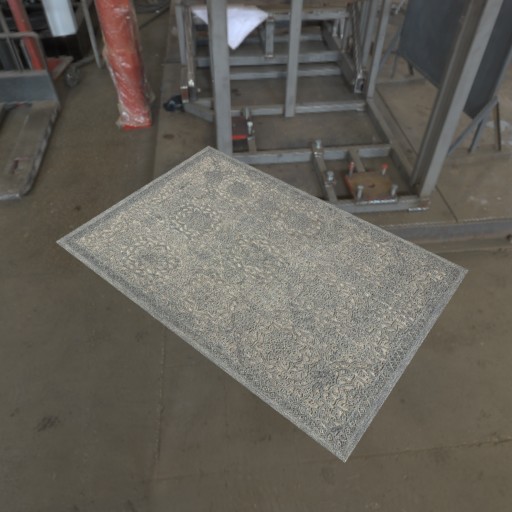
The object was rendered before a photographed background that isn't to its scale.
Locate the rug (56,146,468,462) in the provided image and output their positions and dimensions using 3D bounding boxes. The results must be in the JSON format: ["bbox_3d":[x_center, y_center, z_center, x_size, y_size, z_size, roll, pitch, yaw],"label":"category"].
[{"bbox_3d":[0.000,0.000,2.341,1.819,0.012,1.208,30,54,26],"label":"rug"}]
